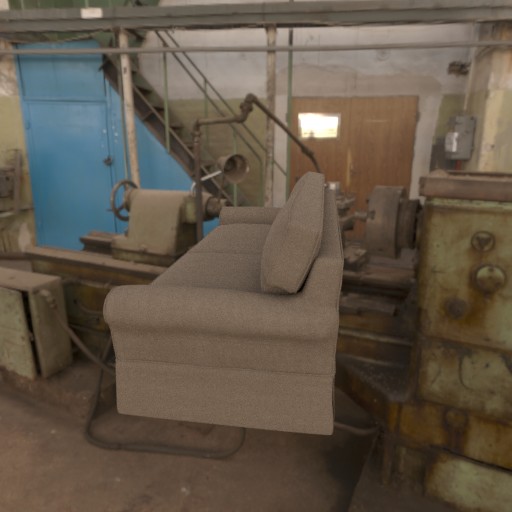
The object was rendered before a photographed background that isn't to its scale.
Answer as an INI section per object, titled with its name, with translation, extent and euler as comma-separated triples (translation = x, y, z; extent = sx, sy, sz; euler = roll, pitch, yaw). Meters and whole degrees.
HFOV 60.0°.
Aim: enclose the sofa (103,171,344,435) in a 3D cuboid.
[sofa]
translation = 0.000, 0.000, 2.799
extent = 0.991, 0.943, 2.248
euler = 2, 16, 8
